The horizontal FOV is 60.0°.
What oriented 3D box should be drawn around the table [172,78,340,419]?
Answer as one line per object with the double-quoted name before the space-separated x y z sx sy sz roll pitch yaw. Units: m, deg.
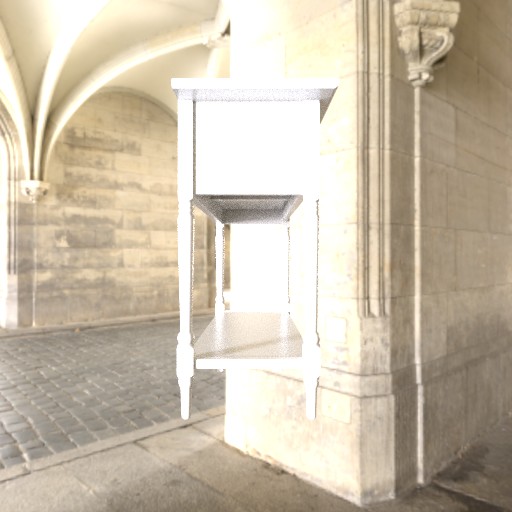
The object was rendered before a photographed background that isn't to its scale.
"table" 0.000 0.000 1.601 0.384 0.808 1.197 0 0 0
